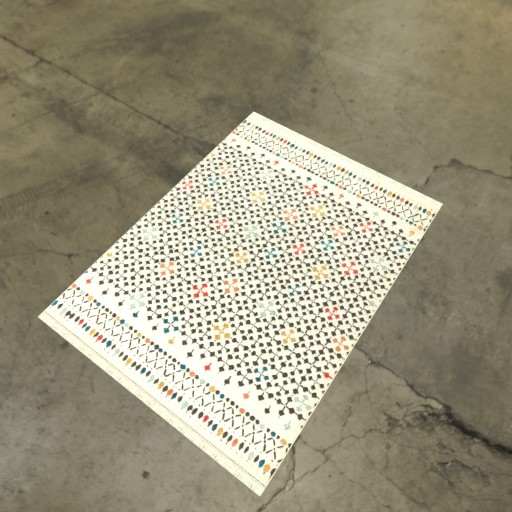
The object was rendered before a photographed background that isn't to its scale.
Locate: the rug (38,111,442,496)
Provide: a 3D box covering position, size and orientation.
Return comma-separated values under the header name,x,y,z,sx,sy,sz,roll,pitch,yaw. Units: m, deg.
name,x,y,z,sx,sy,sz,roll,pitch,yaw
rug,0.000,0.000,2.022,1.146,0.006,1.556,31,63,18
